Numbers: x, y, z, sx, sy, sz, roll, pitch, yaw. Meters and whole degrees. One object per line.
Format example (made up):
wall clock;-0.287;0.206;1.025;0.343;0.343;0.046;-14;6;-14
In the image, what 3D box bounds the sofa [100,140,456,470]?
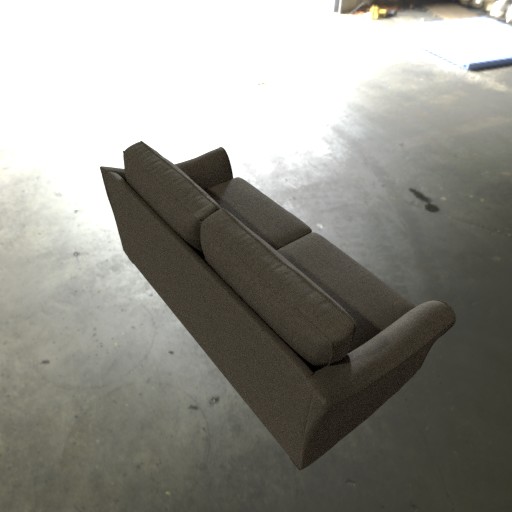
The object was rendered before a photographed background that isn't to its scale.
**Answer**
sofa;0.000;0.000;2.746;1.013;0.976;2.203;-27;48;-27
